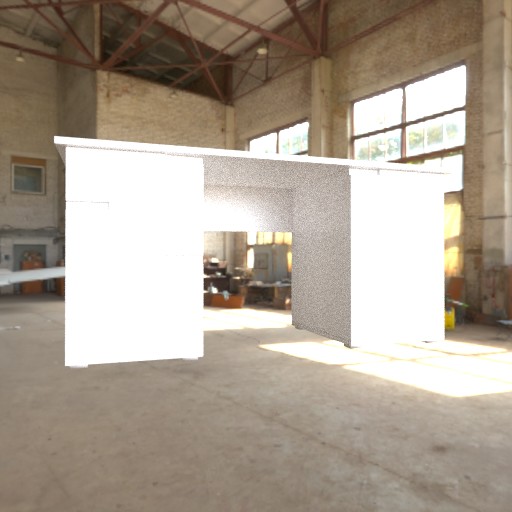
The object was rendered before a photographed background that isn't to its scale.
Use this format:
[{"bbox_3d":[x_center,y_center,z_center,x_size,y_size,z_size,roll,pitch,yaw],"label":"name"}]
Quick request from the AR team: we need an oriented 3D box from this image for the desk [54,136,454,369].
[{"bbox_3d":[0.000,0.000,1.981,1.580,0.760,0.670,0,0,-18],"label":"desk"}]
